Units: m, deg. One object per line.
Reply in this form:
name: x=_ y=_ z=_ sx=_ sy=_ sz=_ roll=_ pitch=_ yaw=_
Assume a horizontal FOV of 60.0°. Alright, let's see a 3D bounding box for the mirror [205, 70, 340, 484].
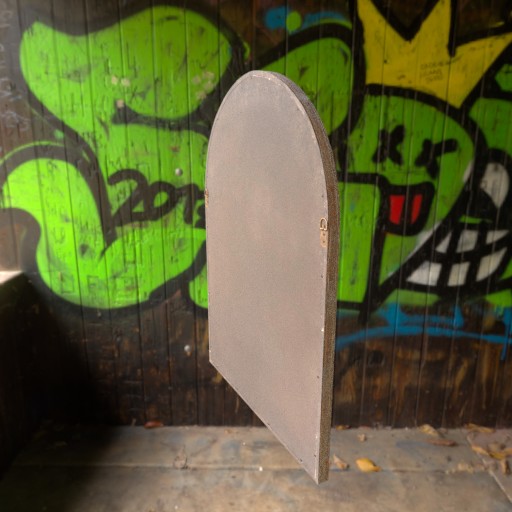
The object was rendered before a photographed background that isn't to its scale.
mirror: x=0.000 y=0.000 z=1.185 sx=0.032 sy=0.920 sz=0.660 roll=-7 pitch=16 yaw=-27
